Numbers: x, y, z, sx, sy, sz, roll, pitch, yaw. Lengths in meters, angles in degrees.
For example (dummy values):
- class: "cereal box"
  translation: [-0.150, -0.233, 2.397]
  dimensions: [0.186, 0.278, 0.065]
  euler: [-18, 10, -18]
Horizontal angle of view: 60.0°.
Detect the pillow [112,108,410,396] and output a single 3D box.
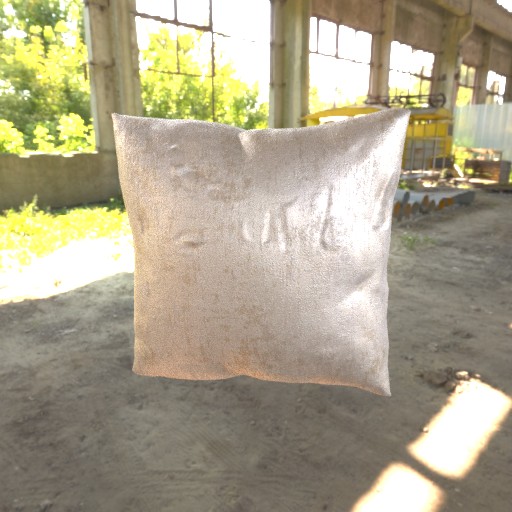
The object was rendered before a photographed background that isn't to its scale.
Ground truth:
- class: "pillow"
  translation: [0.000, 0.000, 0.715]
  dimensions: [0.450, 0.448, 0.245]
  euler: [3, 15, 10]
